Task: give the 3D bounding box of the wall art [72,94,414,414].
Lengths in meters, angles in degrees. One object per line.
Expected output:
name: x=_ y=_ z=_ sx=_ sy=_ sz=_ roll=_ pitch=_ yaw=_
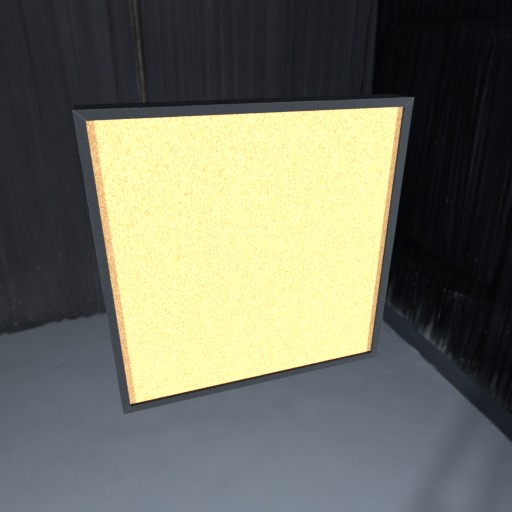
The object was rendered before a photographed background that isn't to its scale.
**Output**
wall art: x=0.000 y=0.000 z=0.459 sx=0.305 sy=0.305 sz=0.037 roll=-8 pitch=26 yaw=-17
